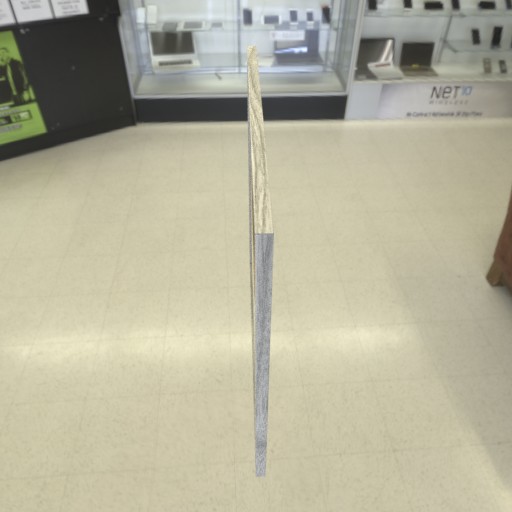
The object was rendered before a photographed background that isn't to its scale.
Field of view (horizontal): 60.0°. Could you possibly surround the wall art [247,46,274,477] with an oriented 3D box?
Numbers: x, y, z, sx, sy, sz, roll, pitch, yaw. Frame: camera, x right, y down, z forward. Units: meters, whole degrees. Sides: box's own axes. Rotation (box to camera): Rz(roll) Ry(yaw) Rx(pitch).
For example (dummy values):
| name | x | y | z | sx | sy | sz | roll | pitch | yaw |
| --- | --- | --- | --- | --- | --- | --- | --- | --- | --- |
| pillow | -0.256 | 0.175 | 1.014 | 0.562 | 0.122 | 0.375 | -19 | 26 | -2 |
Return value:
| name | x | y | z | sx | sy | sz | roll | pitch | yaw |
| --- | --- | --- | --- | --- | --- | --- | --- | --- | --- |
| wall art | 0.000 | 0.000 | 0.738 | 0.016 | 0.507 | 0.508 | -1 | 42 | -1 |
